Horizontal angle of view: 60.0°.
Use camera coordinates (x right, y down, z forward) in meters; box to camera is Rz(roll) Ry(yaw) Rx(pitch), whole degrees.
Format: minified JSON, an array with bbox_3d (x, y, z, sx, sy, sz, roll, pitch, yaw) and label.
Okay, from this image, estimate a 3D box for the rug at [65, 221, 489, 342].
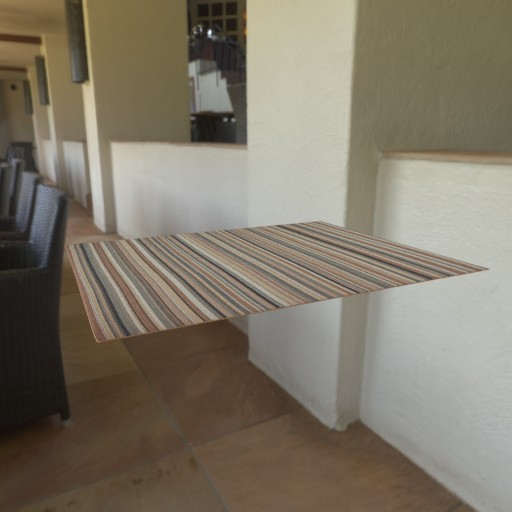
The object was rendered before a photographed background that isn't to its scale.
[{"bbox_3d":[0.000,0.000,4.005,3.045,0.011,2.436,-7,16,-25],"label":"rug"}]
